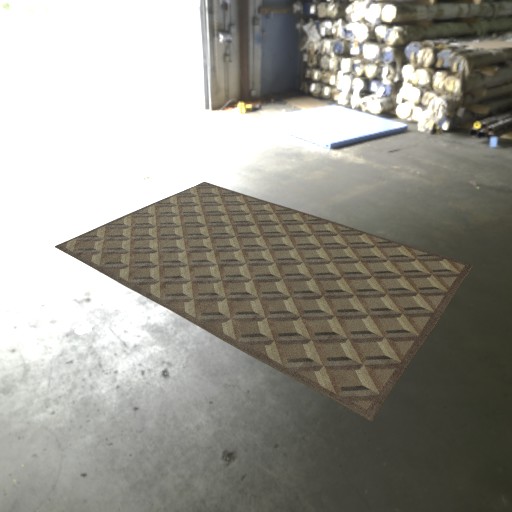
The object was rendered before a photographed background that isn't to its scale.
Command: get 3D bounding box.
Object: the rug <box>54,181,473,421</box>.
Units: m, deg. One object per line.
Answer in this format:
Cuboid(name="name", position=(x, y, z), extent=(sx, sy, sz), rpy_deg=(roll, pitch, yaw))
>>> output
Cuboid(name="rug", position=(0.000, 0.000, 2.090), extent=(1.677, 0.011, 1.066), rpy_deg=(22, 38, 31))
